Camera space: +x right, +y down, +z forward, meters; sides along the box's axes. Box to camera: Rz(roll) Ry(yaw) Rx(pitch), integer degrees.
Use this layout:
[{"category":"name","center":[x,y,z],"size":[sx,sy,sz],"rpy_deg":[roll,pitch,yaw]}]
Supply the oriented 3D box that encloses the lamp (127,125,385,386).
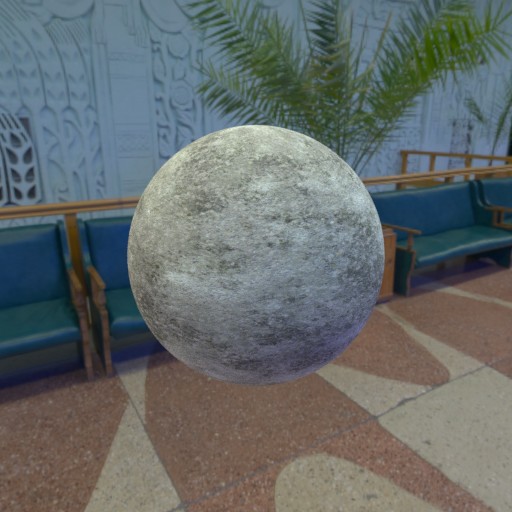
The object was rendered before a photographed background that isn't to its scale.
[{"category":"lamp","center":[0.000,0.000,0.757],"size":[0.422,0.429,0.422],"rpy_deg":[0,17,0]}]
